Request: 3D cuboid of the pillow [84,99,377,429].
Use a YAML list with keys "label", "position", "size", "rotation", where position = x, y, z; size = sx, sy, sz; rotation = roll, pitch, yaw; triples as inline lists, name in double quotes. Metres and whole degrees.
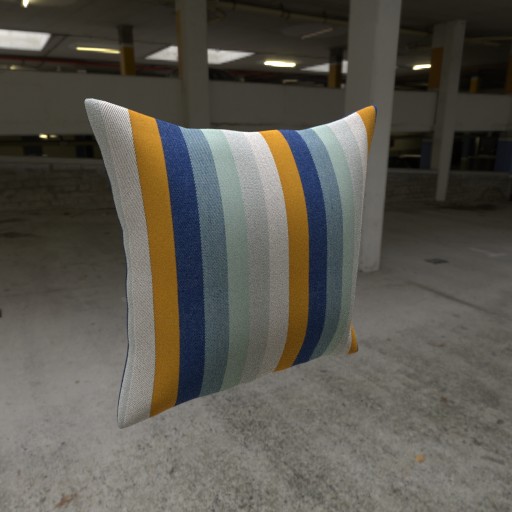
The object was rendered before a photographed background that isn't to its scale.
- label: "pillow"
  position: [0.000, 0.000, 0.691]
  size: [0.463, 0.454, 0.173]
  rotation: [-9, 19, -29]
